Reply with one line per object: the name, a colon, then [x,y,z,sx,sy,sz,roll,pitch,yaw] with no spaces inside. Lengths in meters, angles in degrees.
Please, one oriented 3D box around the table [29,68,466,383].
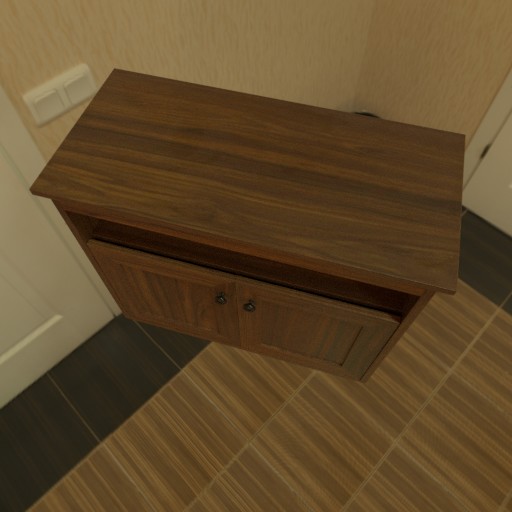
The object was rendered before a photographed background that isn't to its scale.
table: [0.000,0.000,1.197,0.802,0.725,0.390,14,60,8]
